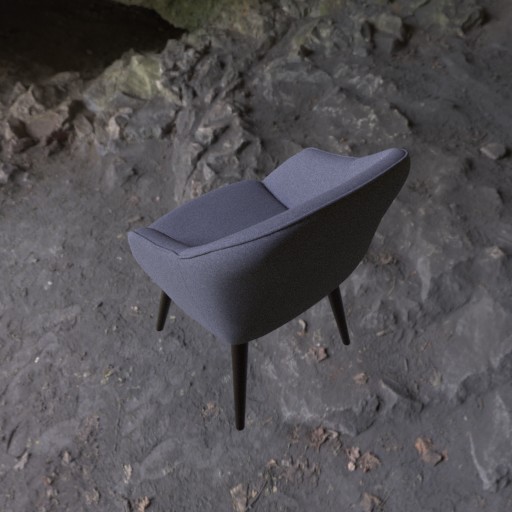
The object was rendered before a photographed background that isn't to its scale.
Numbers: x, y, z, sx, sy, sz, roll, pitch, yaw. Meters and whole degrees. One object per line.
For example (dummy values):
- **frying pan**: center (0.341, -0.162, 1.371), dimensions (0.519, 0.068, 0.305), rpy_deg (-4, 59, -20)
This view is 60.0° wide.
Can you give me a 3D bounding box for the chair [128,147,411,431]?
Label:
- **chair**: center (0.000, 0.000, 1.236), dimensions (0.589, 0.810, 0.611), rpy_deg (-30, 52, -27)
